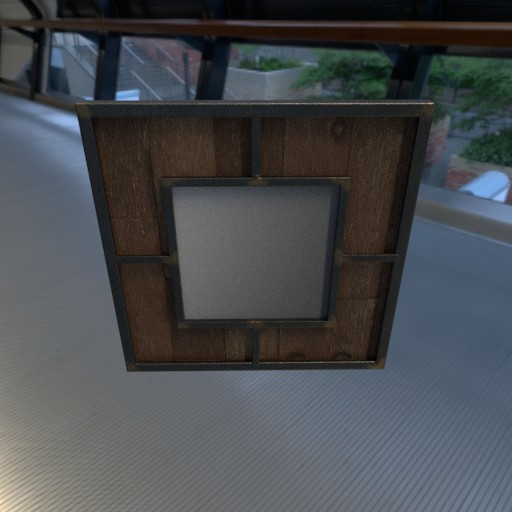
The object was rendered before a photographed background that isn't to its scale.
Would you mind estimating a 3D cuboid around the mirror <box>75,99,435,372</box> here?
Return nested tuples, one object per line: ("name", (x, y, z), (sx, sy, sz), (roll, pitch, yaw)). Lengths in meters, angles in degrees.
("mirror", (0.000, 0.000, 0.569), (0.382, 0.381, 0.020), (0, 30, -1))
